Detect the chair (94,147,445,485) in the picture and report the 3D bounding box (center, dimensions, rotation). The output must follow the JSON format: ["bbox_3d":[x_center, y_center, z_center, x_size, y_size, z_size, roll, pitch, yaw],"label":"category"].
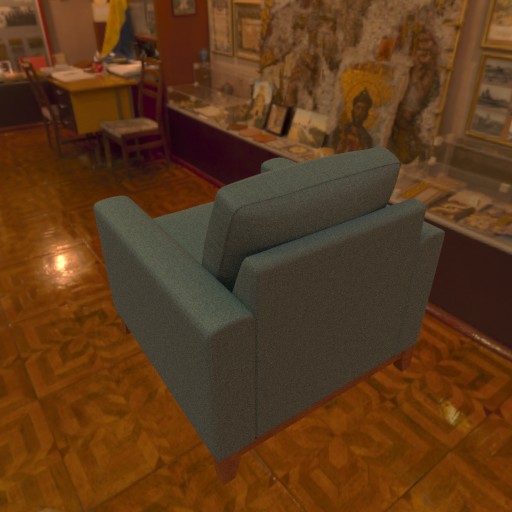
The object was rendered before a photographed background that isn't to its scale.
[{"bbox_3d":[0.000,0.000,1.875,1.024,1.010,1.038,-20,37,-29],"label":"chair"}]
